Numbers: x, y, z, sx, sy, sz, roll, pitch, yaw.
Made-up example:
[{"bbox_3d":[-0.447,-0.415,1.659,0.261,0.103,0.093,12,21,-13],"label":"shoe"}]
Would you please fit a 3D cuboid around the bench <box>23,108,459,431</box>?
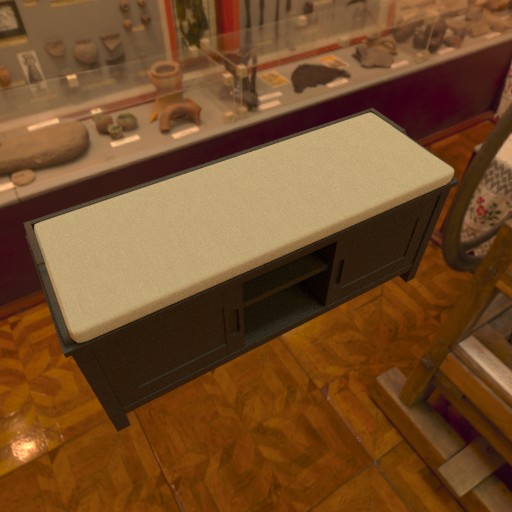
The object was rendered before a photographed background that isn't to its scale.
[{"bbox_3d":[0.000,0.000,1.366,1.140,0.501,0.398,-23,52,-20],"label":"bench"}]
